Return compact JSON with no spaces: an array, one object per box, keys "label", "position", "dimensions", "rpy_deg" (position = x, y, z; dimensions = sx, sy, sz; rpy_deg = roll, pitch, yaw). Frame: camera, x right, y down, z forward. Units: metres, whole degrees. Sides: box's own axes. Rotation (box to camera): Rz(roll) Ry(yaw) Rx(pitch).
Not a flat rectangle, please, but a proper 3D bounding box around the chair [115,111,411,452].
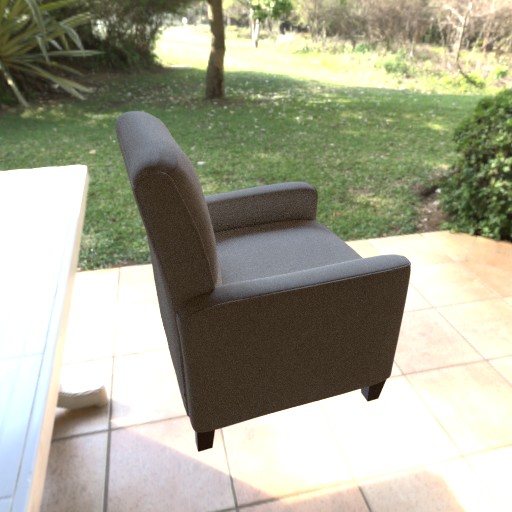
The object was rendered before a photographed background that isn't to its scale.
[{"label":"chair","position":[0.000,0.000,1.676],"dimensions":[0.859,1.023,0.845],"rpy_deg":[-10,31,-17]}]
